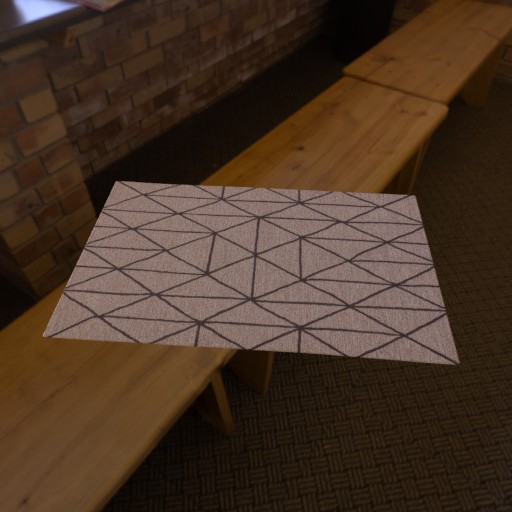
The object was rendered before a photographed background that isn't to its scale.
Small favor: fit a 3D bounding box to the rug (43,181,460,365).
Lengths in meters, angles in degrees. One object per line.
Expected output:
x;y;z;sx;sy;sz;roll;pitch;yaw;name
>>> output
0.000;0.000;3.127;2.465;0.008;1.526;3;47;3;rug
